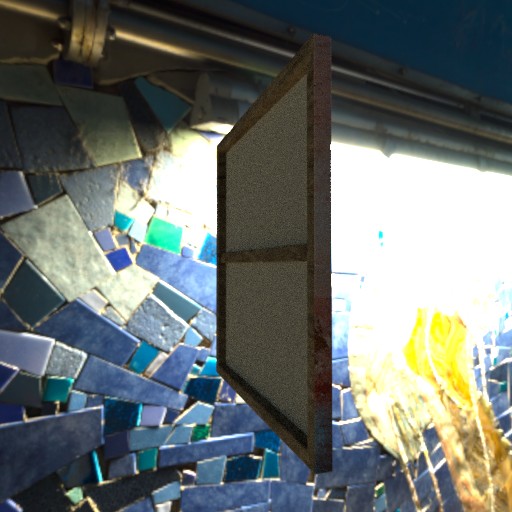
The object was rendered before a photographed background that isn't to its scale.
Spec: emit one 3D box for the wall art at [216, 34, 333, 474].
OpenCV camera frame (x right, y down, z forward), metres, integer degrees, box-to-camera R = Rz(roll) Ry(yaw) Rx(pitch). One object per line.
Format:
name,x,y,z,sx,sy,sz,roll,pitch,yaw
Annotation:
wall art,0.000,0.000,1.108,0.035,0.747,0.747,0,-1,-18
